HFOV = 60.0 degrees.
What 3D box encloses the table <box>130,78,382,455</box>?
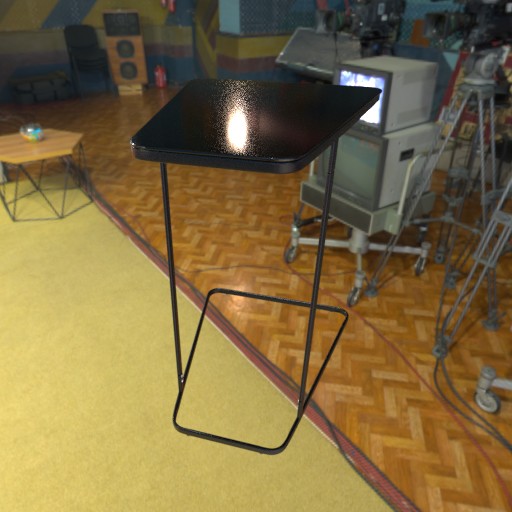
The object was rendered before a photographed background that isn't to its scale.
[{"bbox_3d":[0.000,0.000,0.958,0.427,0.624,0.500,8,33,13],"label":"table"}]
